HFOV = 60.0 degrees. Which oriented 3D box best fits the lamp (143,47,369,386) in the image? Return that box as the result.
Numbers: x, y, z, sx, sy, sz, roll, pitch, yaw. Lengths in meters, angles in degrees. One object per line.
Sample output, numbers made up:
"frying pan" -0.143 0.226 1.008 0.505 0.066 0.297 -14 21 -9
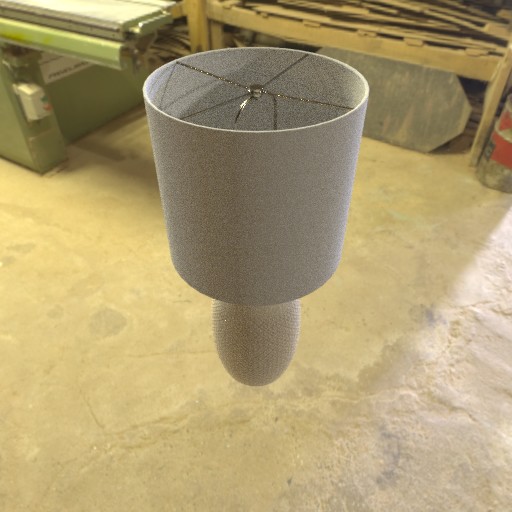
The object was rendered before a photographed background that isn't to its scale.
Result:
"lamp" 0.000 0.000 0.581 0.217 0.453 0.217 26 48 26
